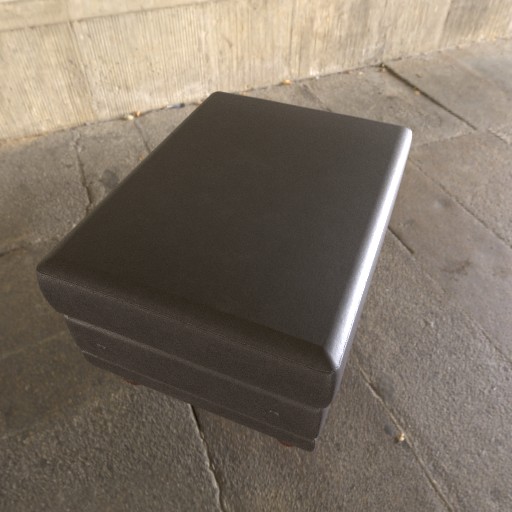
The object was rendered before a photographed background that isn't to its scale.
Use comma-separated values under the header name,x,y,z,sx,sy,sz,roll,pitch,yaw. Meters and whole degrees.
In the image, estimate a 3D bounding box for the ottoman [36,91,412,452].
name,x,y,z,sx,sy,sz,roll,pitch,yaw
ottoman,0.000,0.000,1.143,0.590,0.498,0.795,16,48,15
